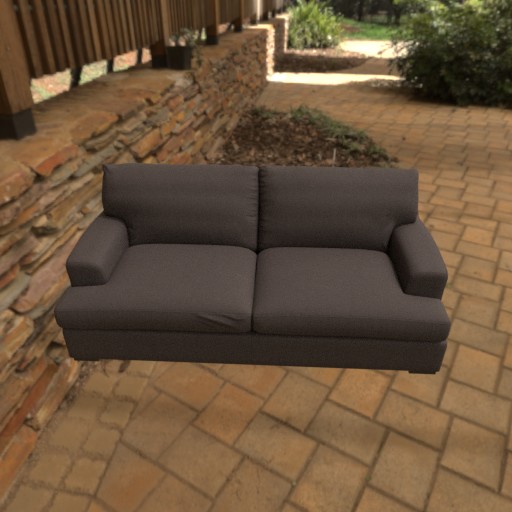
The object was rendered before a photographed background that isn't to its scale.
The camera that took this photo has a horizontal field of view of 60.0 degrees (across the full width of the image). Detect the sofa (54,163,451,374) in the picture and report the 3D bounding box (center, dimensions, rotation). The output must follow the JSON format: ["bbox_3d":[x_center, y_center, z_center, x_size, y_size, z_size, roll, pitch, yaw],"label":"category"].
[{"bbox_3d":[0.000,0.000,2.865,2.271,0.950,1.140,2,31,3],"label":"sofa"}]
